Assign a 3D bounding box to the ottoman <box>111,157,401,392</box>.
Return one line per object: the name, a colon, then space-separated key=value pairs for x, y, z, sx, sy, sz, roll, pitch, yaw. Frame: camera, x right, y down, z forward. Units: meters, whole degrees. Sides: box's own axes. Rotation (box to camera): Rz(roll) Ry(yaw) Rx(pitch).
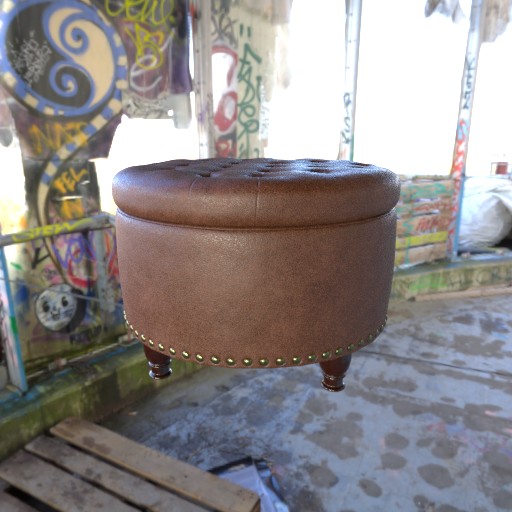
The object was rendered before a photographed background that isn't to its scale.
ottoman: x=0.000 y=0.000 z=1.069 sx=0.637 sy=0.442 sz=0.637 roll=0 pitch=16 yaw=0
